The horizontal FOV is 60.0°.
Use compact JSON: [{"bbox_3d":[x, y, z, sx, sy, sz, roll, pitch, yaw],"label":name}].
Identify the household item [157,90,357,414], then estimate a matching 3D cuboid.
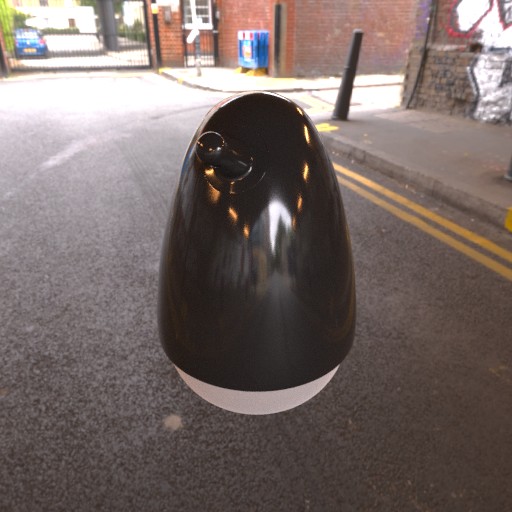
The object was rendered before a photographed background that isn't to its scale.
[{"bbox_3d":[0.000,0.000,0.216,0.102,0.152,0.104,8,28,16],"label":"household item"}]
